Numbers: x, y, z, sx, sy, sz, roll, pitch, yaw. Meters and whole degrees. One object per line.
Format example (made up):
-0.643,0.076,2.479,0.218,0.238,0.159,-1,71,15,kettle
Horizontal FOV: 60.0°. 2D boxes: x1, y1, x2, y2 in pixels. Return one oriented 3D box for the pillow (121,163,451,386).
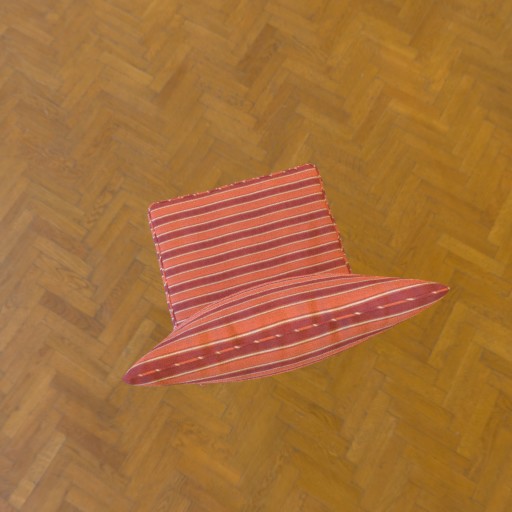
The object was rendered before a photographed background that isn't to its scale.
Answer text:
0.000,0.000,1.419,0.799,0.723,0.733,-15,77,-4,pillow
